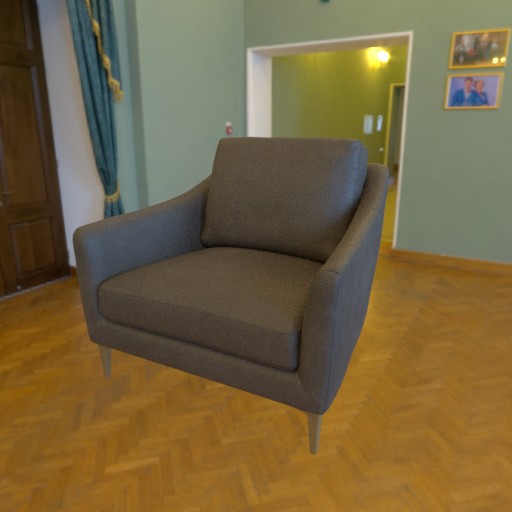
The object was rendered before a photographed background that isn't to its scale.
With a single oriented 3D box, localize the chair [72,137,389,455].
[{"bbox_3d":[0.000,0.000,1.759,0.988,0.901,0.961,9,19,28],"label":"chair"}]
